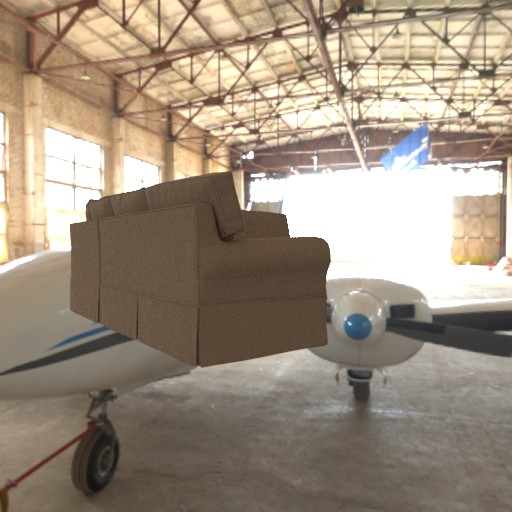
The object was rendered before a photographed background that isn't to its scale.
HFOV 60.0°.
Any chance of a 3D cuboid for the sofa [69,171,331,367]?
[{"bbox_3d":[0.000,0.000,4.205,2.733,1.124,2.730,-1,2,-36],"label":"sofa"}]
